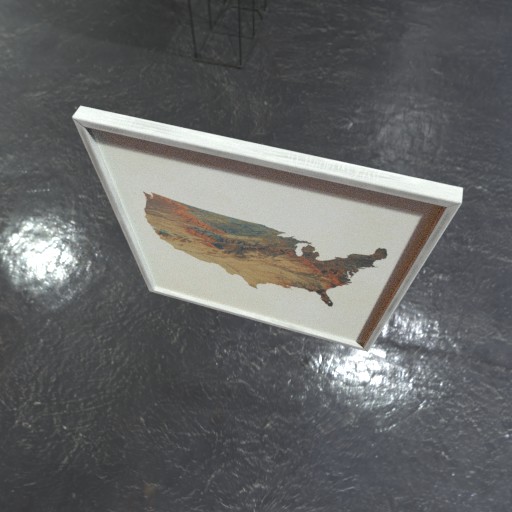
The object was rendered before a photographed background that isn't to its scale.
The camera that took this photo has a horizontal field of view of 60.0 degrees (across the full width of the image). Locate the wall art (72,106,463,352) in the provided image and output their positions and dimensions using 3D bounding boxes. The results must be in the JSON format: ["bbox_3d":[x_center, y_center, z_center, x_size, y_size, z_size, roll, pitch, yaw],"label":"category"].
[{"bbox_3d":[0.000,0.000,0.463,0.303,0.303,0.015,14,59,9],"label":"wall art"}]
